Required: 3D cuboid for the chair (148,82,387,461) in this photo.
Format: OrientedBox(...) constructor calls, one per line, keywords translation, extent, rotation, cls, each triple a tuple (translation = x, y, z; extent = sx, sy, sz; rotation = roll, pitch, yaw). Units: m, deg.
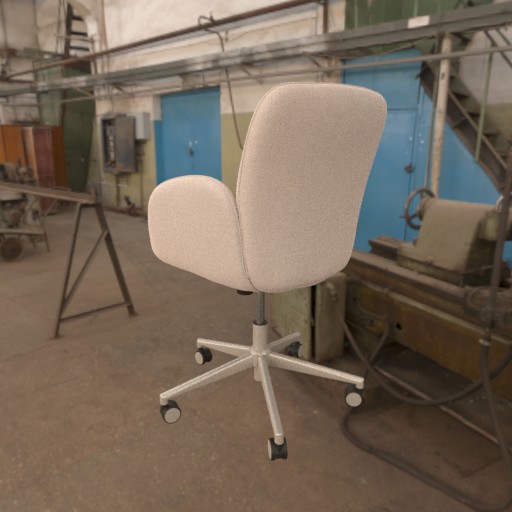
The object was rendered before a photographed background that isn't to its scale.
OrientedBox(translation=(0.000, 0.000, 1.382), extent=(0.648, 0.959, 0.633), rotation=(-14, 20, -43), cls="chair")
